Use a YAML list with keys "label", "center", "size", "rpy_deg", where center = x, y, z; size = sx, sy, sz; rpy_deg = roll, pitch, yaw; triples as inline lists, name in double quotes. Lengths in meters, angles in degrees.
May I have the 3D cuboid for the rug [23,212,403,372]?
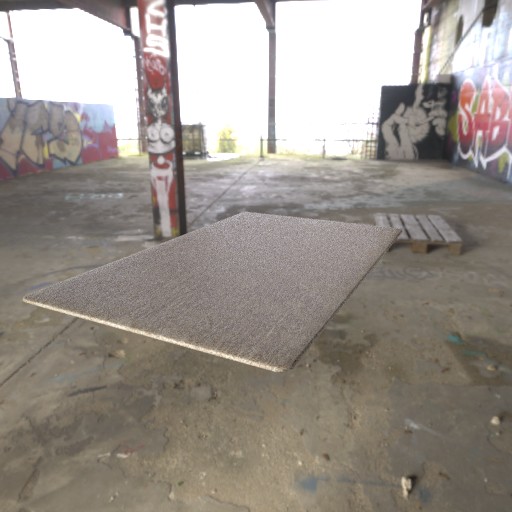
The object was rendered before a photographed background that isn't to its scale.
- label: "rug"
  center: [0.000, 0.000, 3.040]
  size: [1.539, 0.024, 2.469]
  rpy_deg: [9, 20, 26]
